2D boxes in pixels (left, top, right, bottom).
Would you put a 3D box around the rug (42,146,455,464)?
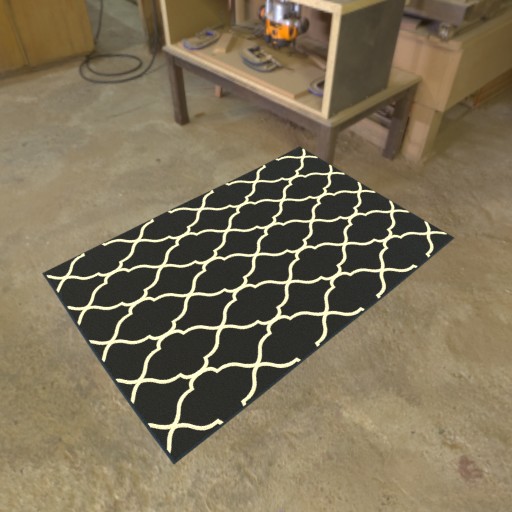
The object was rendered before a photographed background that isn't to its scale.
[{"bbox_3d":[0.000,0.000,2.917,2.294,0.014,1.528,-32,54,-27],"label":"rug"}]
